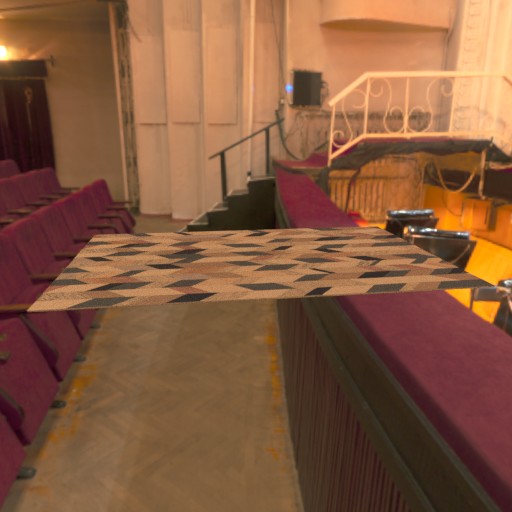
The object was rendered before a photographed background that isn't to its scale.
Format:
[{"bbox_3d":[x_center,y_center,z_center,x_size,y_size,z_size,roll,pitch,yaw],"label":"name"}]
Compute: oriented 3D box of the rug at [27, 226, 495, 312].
[{"bbox_3d":[0.000,0.000,2.259,1.813,0.006,1.202,-2,16,-8],"label":"rug"}]
